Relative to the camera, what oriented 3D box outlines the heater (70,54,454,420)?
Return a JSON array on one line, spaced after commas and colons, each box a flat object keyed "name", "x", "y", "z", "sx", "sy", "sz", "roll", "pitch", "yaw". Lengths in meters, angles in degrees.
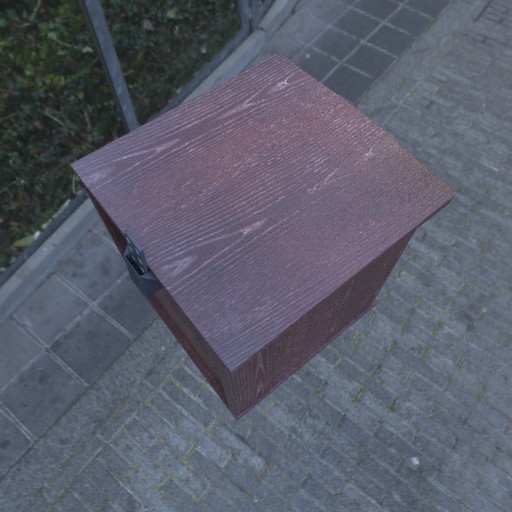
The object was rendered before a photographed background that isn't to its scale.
[{"name": "heater", "x": 0.000, "y": 0.000, "z": 0.767, "sx": 0.400, "sy": 0.481, "sz": 0.362, "roll": -35, "pitch": 67, "yaw": -18}]
